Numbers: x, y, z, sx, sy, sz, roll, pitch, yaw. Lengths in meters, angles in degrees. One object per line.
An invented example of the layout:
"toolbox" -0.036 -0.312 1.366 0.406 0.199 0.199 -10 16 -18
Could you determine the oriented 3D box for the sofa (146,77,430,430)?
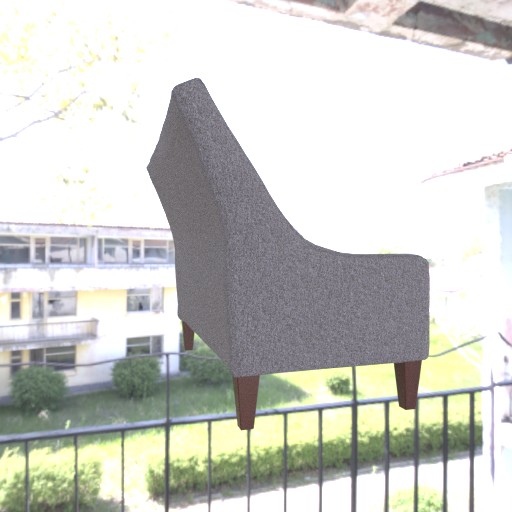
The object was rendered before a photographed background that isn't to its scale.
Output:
"sofa" 0.000 0.000 1.933 0.862 1.026 1.242 0 0 -17
